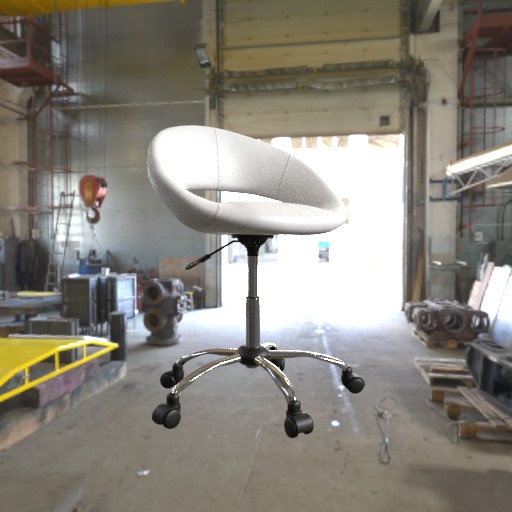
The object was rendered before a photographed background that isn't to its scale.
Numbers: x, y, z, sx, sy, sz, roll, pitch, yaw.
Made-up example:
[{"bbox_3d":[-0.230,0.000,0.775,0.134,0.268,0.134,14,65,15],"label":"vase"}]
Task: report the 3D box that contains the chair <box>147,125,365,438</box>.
[{"bbox_3d":[0.000,0.000,1.212,0.612,0.791,0.538,-1,2,-36],"label":"chair"}]
